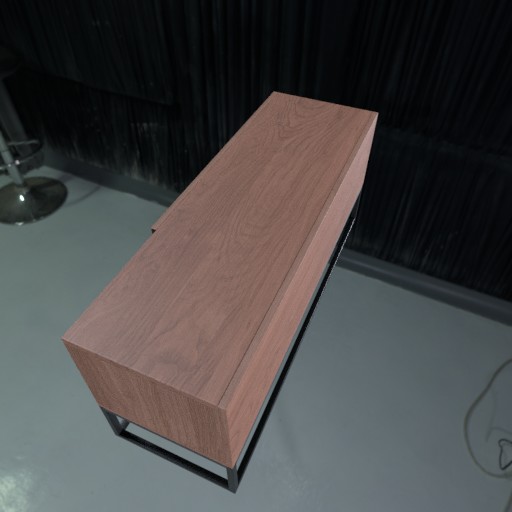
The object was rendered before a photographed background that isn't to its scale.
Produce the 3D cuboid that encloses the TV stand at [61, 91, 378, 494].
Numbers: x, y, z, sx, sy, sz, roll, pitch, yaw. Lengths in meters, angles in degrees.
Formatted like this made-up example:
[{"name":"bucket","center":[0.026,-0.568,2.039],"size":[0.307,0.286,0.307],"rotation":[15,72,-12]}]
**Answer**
[{"name":"TV stand","center":[0.000,0.000,1.426],"size":[0.415,0.500,1.200],"rotation":[18,49,16]}]
